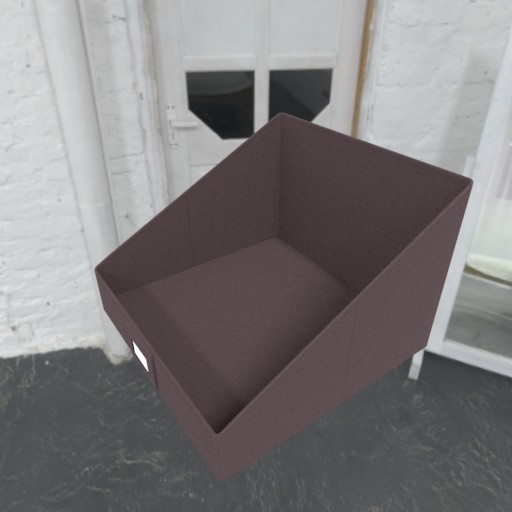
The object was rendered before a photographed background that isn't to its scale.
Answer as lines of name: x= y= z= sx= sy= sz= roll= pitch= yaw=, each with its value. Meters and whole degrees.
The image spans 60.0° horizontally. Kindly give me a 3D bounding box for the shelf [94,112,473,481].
shelf: x=0.000 y=0.000 z=0.494 sx=0.292 sy=0.210 sz=0.292 roll=-21 pitch=38 yaw=-29
